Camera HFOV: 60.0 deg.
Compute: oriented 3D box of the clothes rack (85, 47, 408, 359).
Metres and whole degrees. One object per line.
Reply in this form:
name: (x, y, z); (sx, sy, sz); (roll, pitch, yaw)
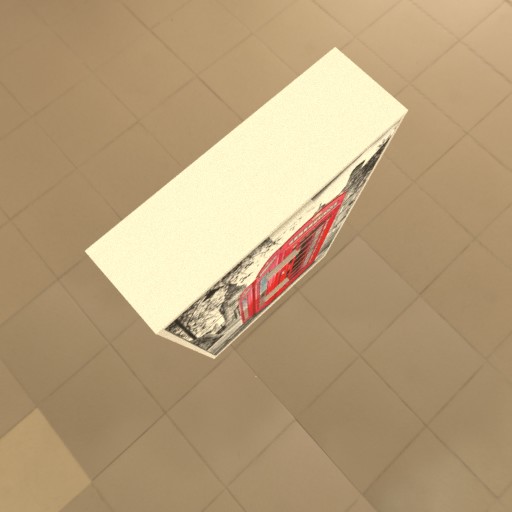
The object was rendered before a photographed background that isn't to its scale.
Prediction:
clothes rack: (0.000, 0.000, 1.591); (0.750, 1.280, 0.250); (-42, 79, -10)
